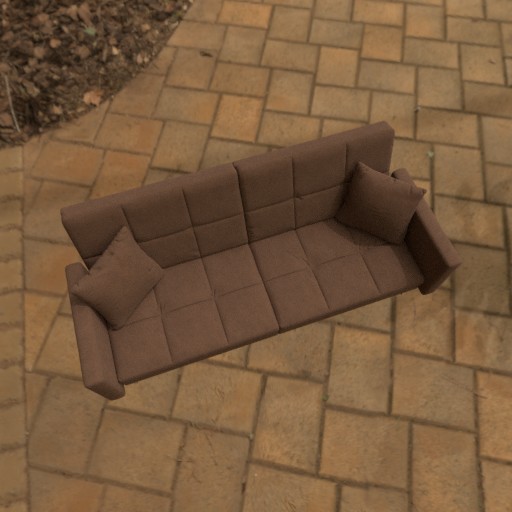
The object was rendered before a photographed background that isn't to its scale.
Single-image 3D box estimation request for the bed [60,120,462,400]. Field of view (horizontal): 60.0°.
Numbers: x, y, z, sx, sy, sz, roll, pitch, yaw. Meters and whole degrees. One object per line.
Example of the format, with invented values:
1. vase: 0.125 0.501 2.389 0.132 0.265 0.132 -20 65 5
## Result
1. bed: 0.000 0.000 2.402 1.905 0.787 0.889 -17 65 -8
